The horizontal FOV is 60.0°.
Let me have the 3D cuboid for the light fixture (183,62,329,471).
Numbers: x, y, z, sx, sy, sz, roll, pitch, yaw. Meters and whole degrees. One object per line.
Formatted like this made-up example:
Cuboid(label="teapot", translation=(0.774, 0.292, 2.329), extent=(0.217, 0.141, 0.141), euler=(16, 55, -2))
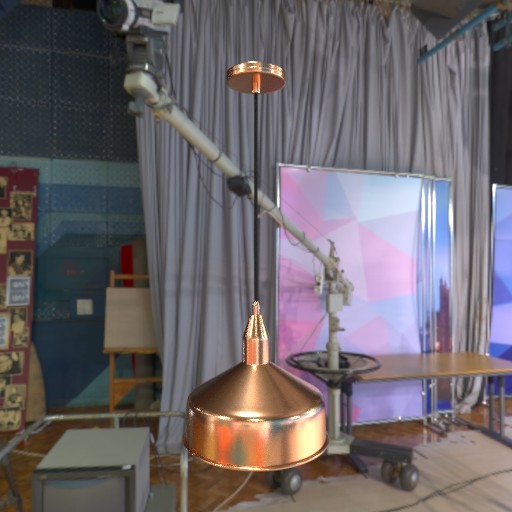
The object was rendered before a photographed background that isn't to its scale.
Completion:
Cuboid(label="light fixture", translation=(0.000, 0.000, 0.922), extent=(0.301, 0.754, 0.301), euler=(0, 0, 37))
